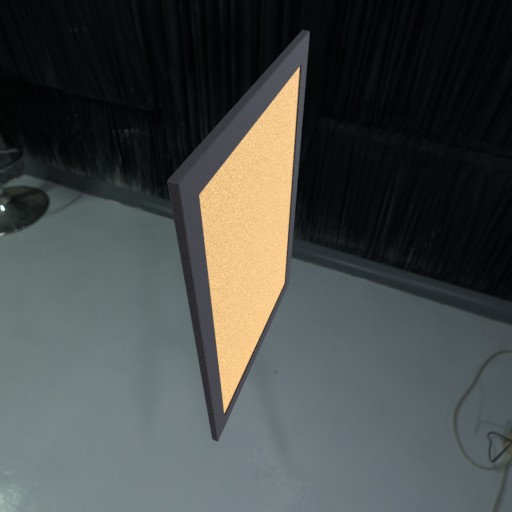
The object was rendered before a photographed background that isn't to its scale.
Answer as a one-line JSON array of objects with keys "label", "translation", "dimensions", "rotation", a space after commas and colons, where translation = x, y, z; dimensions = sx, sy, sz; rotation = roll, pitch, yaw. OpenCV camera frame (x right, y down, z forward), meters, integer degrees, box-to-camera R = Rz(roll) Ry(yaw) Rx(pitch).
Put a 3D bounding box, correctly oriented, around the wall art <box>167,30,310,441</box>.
[{"label": "wall art", "translation": [0.000, 0.000, 0.675], "dimensions": [0.012, 0.529, 0.374], "rotation": [16, 48, 15]}]
